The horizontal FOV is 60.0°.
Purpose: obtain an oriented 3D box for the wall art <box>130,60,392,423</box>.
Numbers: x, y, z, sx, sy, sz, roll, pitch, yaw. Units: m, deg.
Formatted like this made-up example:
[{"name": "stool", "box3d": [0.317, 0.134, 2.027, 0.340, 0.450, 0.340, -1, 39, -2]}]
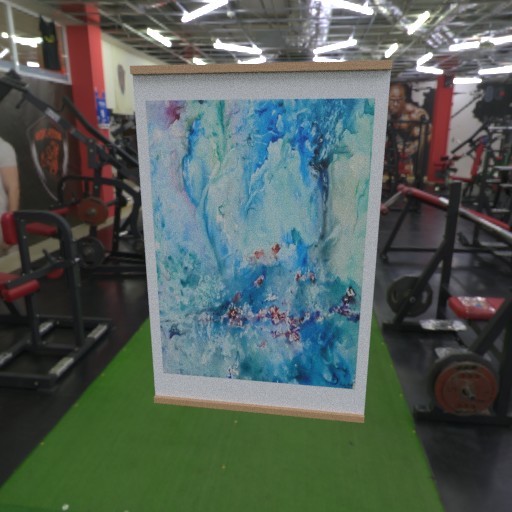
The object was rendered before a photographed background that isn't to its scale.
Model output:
[{"name": "wall art", "box3d": [0.000, 0.000, 0.636, 0.335, 0.510, 0.013, 2, 16, 9]}]
